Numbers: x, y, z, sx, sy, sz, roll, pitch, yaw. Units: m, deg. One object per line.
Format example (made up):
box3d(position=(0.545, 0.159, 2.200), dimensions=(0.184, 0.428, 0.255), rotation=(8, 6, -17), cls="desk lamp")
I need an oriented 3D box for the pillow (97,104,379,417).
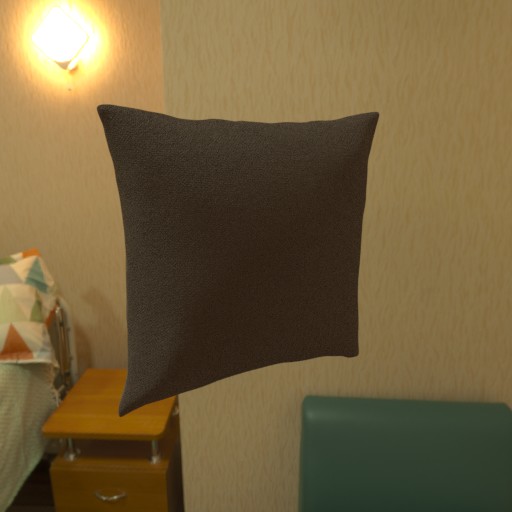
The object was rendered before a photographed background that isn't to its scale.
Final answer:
box3d(position=(0.000, 0.000, 0.691), dimensions=(0.452, 0.439, 0.204), rotation=(-8, 17, -26), cls="pillow")
